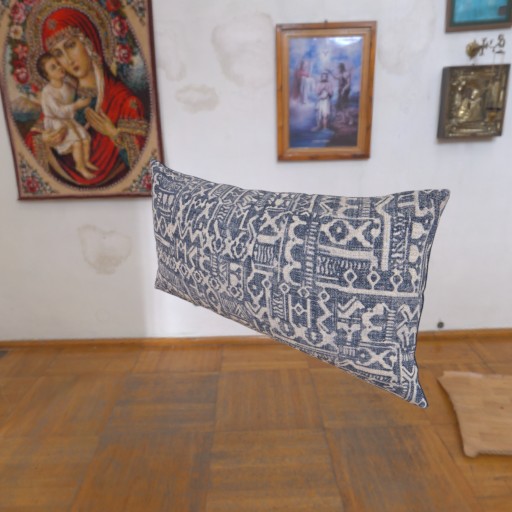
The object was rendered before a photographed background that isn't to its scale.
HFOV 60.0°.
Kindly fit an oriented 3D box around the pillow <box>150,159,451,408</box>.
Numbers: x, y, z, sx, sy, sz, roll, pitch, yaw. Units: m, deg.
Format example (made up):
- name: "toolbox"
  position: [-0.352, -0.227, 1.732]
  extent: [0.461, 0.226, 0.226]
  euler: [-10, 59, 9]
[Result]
- name: "pillow"
  position: [0.000, 0.000, 0.754]
  extent: [0.631, 0.292, 0.148]
  euler: [16, 23, 41]
